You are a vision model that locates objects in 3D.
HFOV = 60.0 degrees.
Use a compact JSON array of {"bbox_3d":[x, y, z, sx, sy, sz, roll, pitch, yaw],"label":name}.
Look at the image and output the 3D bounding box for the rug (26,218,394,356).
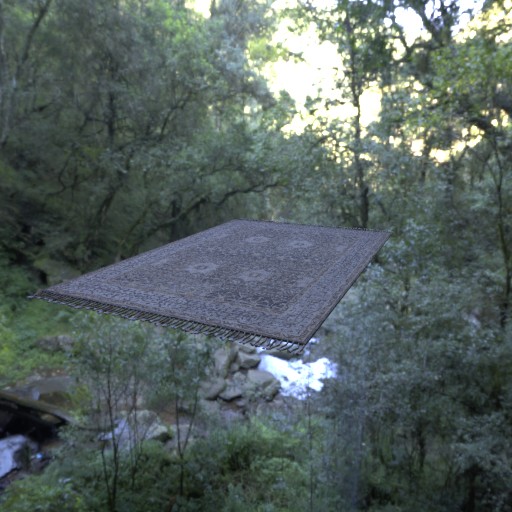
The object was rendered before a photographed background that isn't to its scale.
[{"bbox_3d":[0.000,0.000,2.524,1.237,0.010,2.029,7,17,24],"label":"rug"}]
